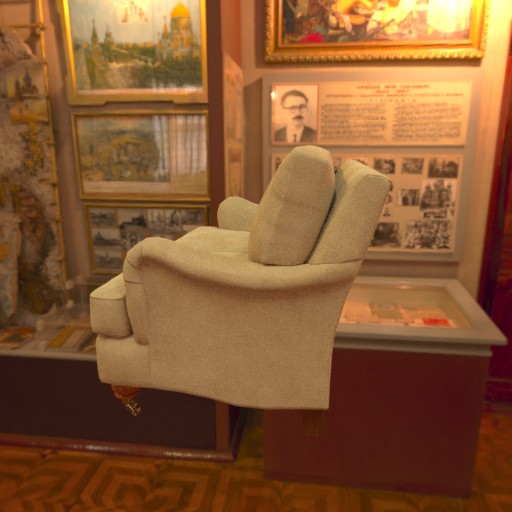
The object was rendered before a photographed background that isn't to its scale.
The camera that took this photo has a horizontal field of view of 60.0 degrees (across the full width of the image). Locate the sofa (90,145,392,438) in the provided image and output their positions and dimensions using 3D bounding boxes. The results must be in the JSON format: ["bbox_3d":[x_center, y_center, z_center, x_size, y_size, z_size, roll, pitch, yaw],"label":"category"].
[{"bbox_3d":[0.000,0.000,2.242,1.086,1.087,1.498,2,14,9],"label":"sofa"}]
